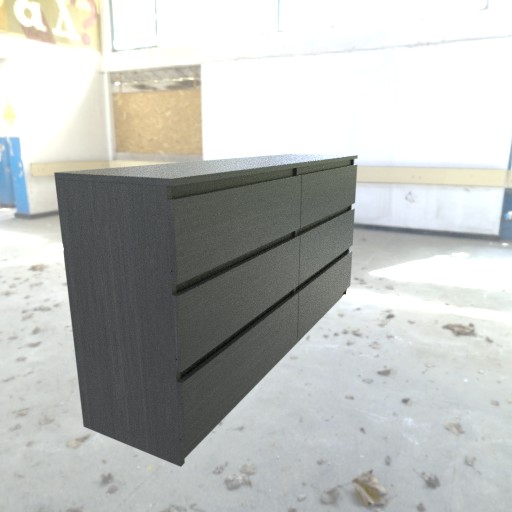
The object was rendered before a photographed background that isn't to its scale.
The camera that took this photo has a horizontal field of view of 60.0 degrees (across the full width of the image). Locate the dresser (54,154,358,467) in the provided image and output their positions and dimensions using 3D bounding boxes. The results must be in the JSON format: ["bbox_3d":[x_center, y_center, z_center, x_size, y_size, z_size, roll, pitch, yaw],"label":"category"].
[{"bbox_3d":[0.000,0.000,1.893,0.400,0.795,1.590,8,17,27],"label":"dresser"}]
